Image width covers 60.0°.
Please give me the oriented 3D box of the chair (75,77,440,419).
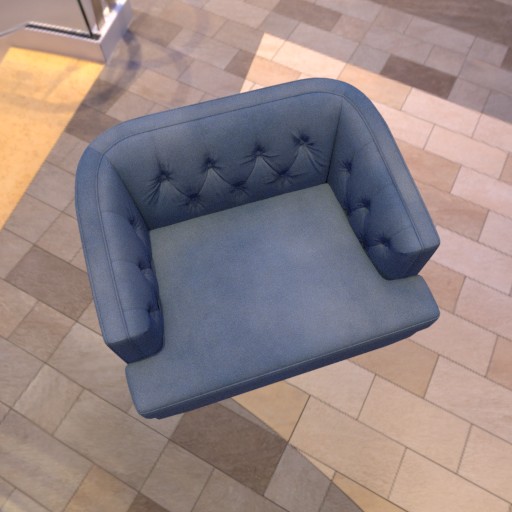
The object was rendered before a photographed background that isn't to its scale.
[{"bbox_3d":[0.000,0.000,1.723,1.118,0.787,0.914,-16,65,-8],"label":"chair"}]
